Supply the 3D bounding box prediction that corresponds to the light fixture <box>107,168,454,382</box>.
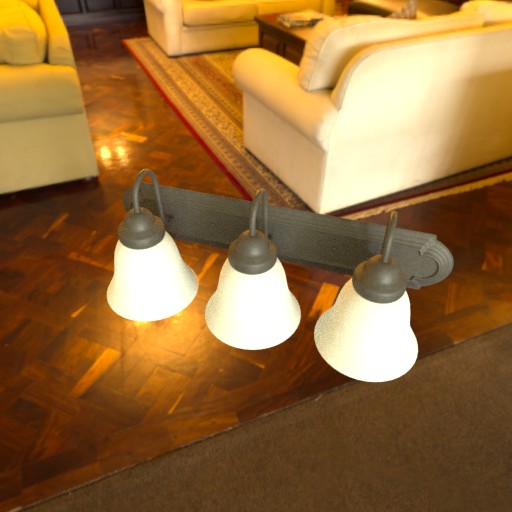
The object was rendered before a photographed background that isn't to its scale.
[{"bbox_3d":[0.000,0.000,0.707,0.610,0.222,0.199,12,41,14],"label":"light fixture"}]
